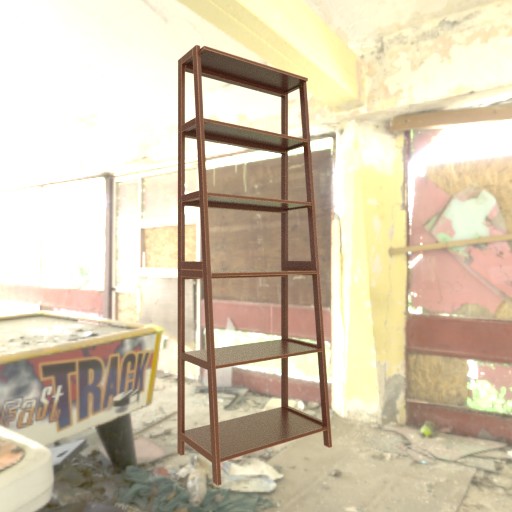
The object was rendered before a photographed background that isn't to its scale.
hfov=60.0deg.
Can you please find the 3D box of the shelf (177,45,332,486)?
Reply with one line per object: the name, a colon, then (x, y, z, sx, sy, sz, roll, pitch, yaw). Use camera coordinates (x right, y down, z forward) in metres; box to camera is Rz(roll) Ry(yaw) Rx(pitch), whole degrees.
shelf: (0.000, 0.000, 2.170, 0.660, 1.892, 0.381, 0, 0, -35)
